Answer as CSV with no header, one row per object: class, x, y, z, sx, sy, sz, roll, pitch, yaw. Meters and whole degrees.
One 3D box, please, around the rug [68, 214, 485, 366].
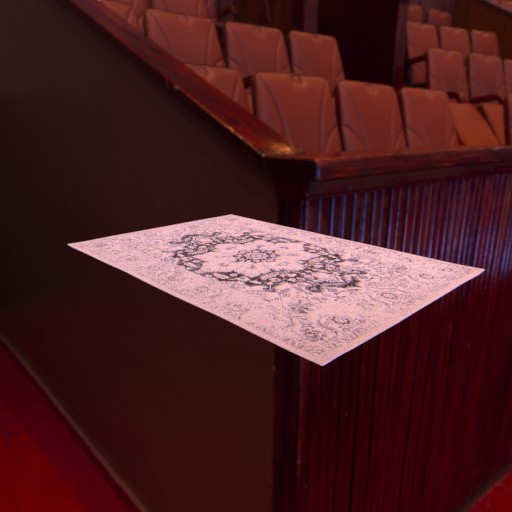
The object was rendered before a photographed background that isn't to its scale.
rug,0.000,0.000,2.280,1.223,0.008,1.813,-16,23,-42
